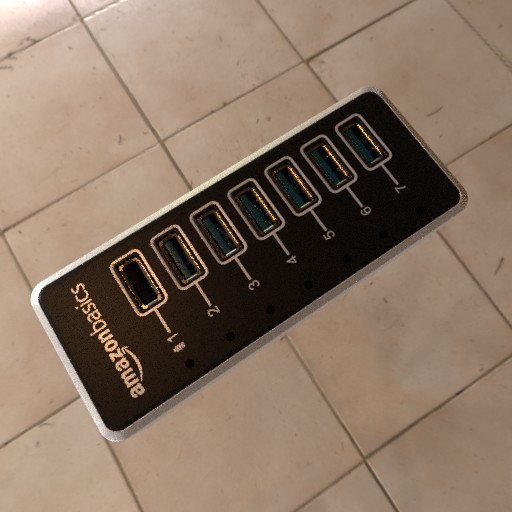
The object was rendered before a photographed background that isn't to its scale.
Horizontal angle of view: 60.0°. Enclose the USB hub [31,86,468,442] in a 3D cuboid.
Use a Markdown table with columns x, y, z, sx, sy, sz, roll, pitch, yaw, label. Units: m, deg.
| x | y | z | sx | sy | sz | roll | pitch | yaw | label |
| --- | --- | --- | --- | --- | --- | --- | --- | --- | --- |
| 0.000 | 0.000 | 0.124 | 0.110 | 0.023 | 0.044 | -33 | 78 | -8 | USB hub |
